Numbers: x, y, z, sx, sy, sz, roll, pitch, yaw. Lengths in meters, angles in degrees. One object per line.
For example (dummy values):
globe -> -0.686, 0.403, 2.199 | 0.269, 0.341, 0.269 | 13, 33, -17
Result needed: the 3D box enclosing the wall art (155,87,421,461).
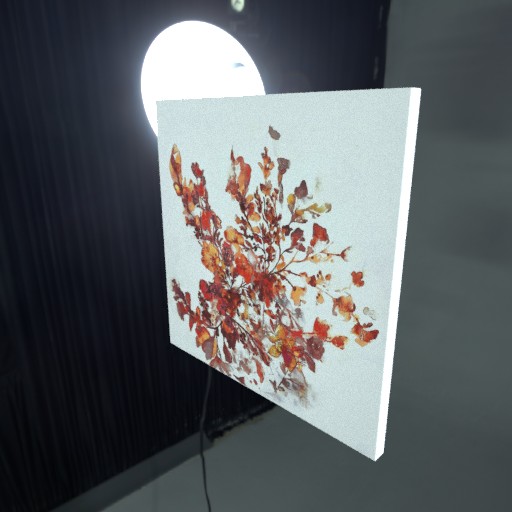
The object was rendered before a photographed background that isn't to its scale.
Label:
wall art -> 0.000, 0.000, 1.479 | 1.009, 1.009, 0.049 | 16, 24, 42
